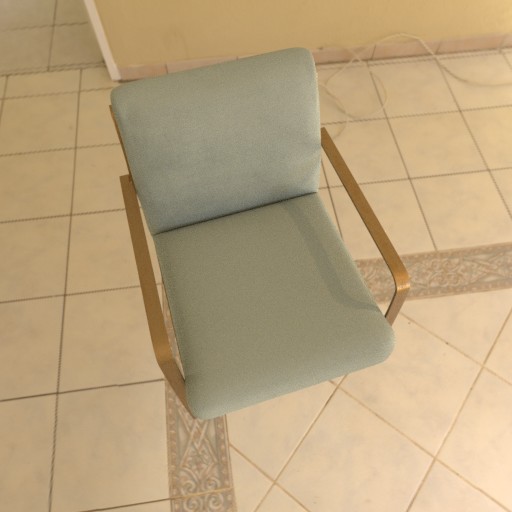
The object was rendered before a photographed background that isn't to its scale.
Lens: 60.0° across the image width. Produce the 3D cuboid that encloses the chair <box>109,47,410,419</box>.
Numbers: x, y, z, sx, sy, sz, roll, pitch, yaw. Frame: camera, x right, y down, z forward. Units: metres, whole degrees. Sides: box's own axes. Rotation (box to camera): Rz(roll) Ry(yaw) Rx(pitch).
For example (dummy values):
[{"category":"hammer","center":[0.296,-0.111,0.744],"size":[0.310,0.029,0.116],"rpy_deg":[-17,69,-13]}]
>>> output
[{"category":"chair","center":[0.000,0.000,1.426],"size":[0.701,0.824,0.842],"rpy_deg":[-16,63,-8]}]
